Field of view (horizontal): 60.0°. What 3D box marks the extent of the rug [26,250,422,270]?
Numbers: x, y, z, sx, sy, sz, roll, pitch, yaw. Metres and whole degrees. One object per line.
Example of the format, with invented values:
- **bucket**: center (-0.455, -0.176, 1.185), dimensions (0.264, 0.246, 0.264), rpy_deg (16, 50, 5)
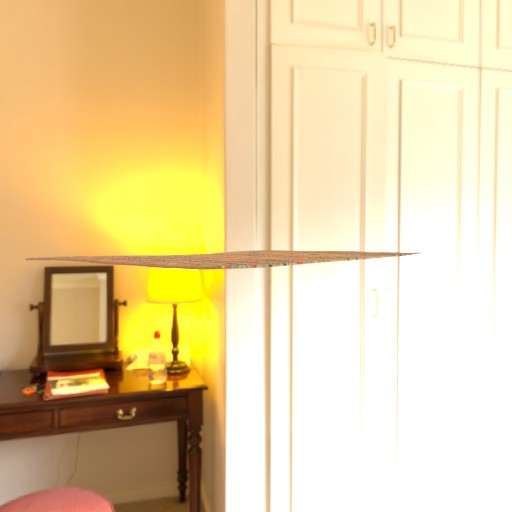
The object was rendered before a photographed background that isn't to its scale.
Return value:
- **rug**: center (0.000, 0.000, 3.085), dimensions (1.537, 0.029, 2.439), rpy_deg (1, 2, 37)
